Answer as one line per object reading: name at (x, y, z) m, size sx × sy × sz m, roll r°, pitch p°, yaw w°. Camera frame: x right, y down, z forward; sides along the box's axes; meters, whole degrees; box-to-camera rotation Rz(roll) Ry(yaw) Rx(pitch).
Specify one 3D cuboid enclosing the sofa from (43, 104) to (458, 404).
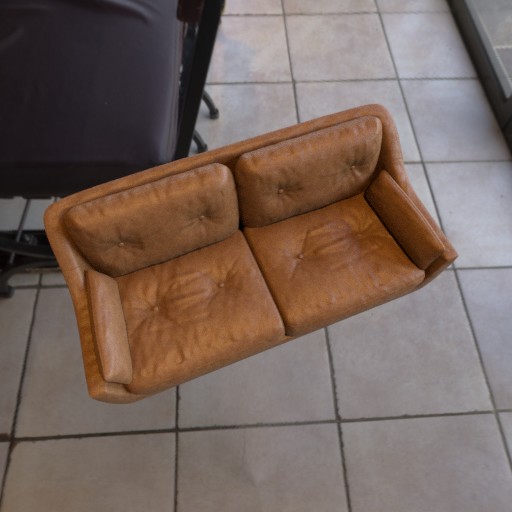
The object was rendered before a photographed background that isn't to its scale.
sofa at (0.000, 0.000, 2.350) m, size 1.902 × 0.839 × 0.904 m, roll -20°, pitch 64°, yaw -10°
